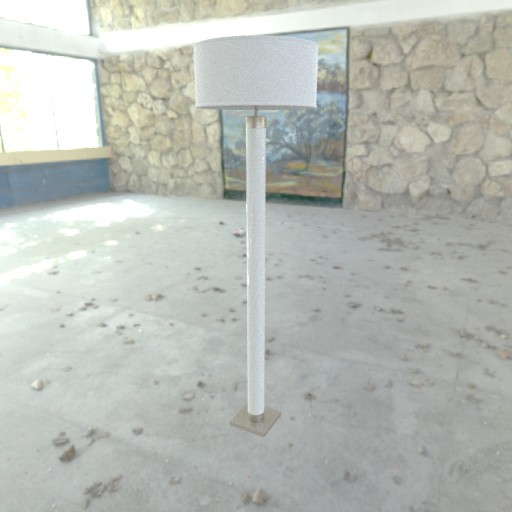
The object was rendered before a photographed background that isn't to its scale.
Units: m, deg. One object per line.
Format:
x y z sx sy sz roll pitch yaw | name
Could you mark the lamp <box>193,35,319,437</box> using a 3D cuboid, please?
0.000 0.000 1.692 0.420 1.475 0.420 9 18 27 | lamp
